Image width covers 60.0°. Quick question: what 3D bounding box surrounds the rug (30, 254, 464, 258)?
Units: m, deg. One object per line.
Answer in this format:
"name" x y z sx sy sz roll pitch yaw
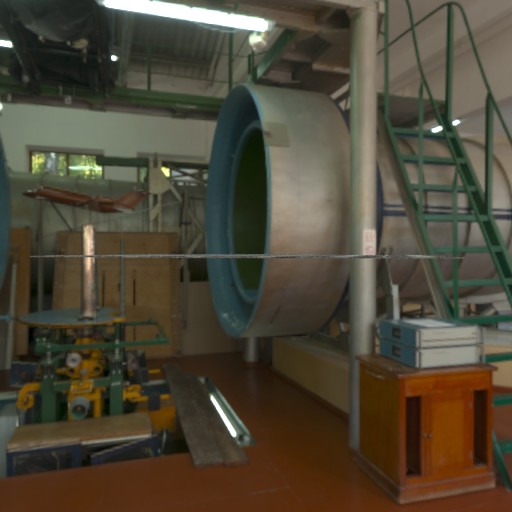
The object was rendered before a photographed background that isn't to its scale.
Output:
"rug" 0.000 0.000 3.073 2.434 0.015 1.520 0 1 17
